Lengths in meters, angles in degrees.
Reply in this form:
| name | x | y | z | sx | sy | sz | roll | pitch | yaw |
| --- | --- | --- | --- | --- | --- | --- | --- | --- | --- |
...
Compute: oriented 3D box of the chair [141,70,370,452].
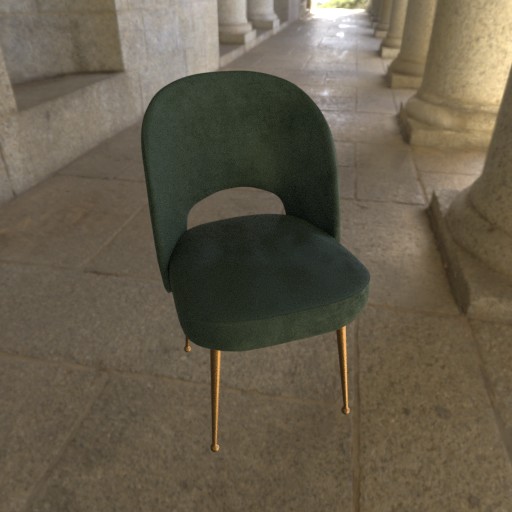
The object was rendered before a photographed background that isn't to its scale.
| name | x | y | z | sx | sy | sz | roll | pitch | yaw |
| --- | --- | --- | --- | --- | --- | --- | --- | --- | --- |
| chair | 0.000 | 0.000 | 1.216 | 0.527 | 0.860 | 0.577 | -10 | 33 | -15 |
